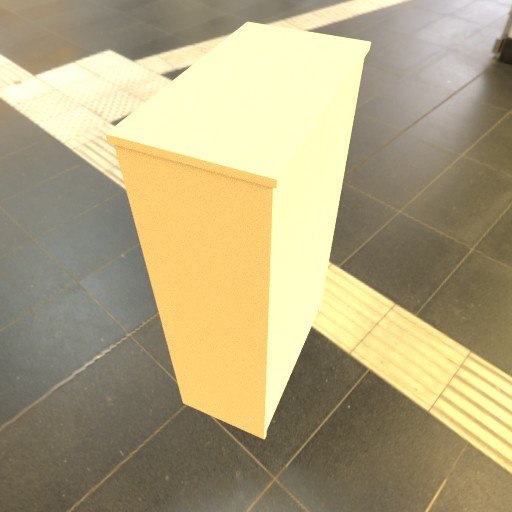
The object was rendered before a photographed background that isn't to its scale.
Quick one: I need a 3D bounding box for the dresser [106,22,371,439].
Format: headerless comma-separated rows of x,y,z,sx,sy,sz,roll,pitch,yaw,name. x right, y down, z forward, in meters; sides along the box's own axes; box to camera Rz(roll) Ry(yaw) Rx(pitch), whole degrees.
0.000,0.000,1.544,0.399,1.255,0.704,18,49,16,dresser
